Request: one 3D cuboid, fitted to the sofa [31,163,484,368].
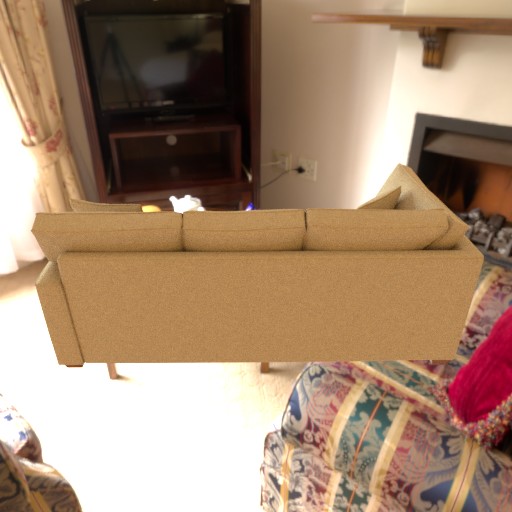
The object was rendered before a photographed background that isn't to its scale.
[{"bbox_3d":[0.000,0.000,2.806,2.317,0.962,1.061,0,30,-1],"label":"sofa"}]
